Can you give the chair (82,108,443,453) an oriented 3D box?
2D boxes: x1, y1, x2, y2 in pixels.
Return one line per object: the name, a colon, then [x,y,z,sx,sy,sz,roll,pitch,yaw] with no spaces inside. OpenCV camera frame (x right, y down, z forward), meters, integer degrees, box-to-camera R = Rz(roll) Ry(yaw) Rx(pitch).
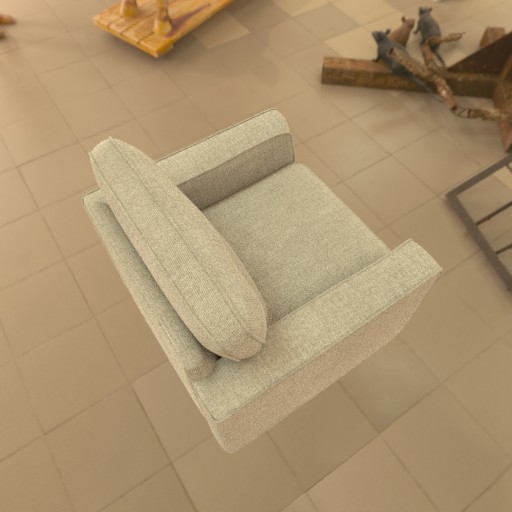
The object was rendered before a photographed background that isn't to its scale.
chair: [0.000,0.000,1.727,0.939,0.965,1.015,-30,63,-17]
